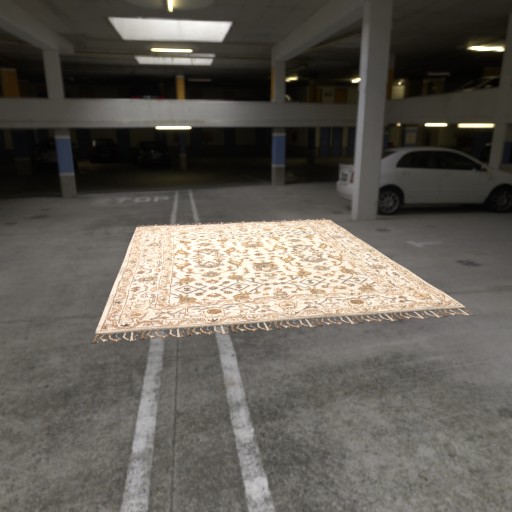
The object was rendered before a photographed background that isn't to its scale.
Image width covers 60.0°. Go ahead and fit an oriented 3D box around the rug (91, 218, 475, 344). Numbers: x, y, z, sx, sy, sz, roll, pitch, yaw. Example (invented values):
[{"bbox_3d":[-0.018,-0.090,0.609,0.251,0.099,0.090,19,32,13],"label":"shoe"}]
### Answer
[{"bbox_3d":[0.000,0.000,4.147,2.426,0.034,3.061,-3,17,-9],"label":"rug"}]
